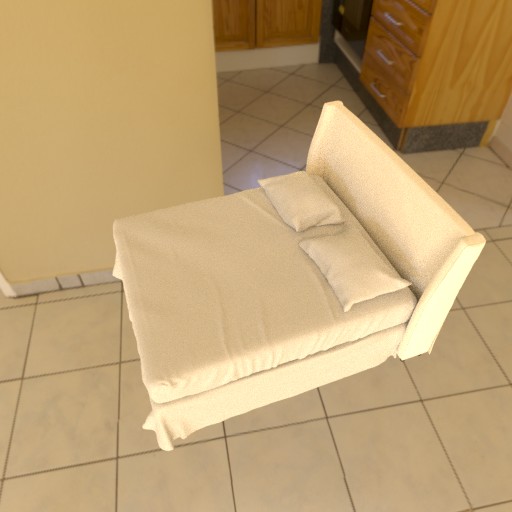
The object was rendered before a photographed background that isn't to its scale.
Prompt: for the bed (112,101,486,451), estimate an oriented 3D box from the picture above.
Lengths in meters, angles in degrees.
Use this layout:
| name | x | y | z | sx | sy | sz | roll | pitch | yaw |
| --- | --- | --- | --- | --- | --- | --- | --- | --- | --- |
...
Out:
| name | x | y | z | sx | sy | sz | roll | pitch | yaw |
| --- | --- | --- | --- | --- | --- | --- | --- | --- | --- |
| bed | 0.000 | 0.000 | 3.457 | 2.276 | 1.332 | 1.925 | -15 | 48 | -14 |
